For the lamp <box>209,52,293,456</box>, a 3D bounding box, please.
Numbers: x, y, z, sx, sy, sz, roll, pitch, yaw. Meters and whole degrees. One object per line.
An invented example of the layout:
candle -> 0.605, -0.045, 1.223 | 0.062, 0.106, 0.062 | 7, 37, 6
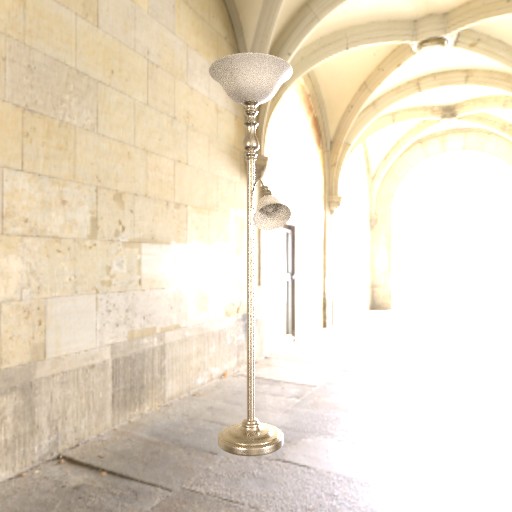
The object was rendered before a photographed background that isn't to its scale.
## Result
lamp -> 0.000, 0.000, 2.059 | 0.405, 1.785, 0.575 | 0, -1, -18
